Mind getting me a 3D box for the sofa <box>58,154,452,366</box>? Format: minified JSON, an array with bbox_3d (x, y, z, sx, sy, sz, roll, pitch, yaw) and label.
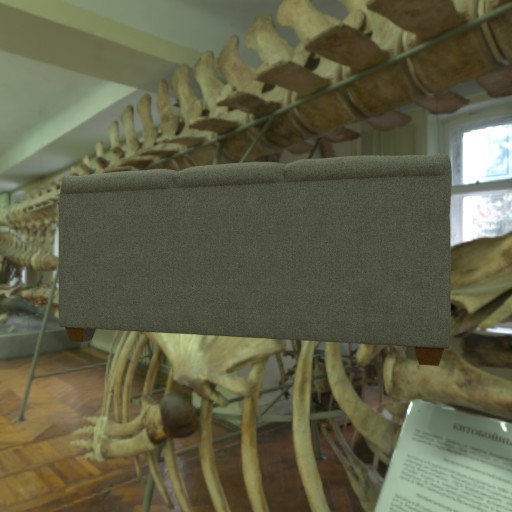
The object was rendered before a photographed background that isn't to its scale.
[{"bbox_3d":[0.000,0.000,2.613,2.024,0.958,0.997,0,0,17],"label":"sofa"}]
